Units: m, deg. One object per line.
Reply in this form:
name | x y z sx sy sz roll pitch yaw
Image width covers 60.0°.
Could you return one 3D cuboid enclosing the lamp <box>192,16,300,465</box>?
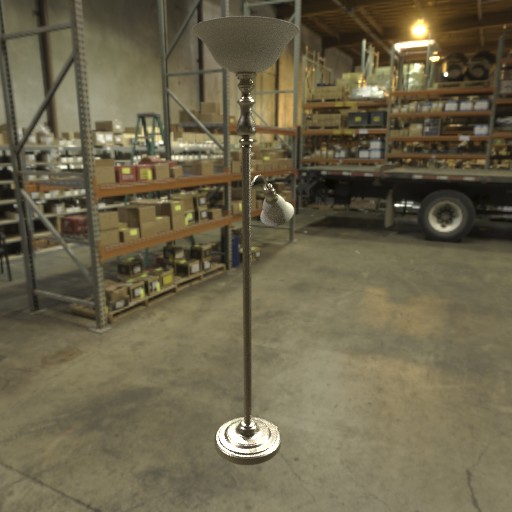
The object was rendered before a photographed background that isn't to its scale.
lamp | 0.000 0.000 1.963 0.405 1.785 0.575 7 15 26
